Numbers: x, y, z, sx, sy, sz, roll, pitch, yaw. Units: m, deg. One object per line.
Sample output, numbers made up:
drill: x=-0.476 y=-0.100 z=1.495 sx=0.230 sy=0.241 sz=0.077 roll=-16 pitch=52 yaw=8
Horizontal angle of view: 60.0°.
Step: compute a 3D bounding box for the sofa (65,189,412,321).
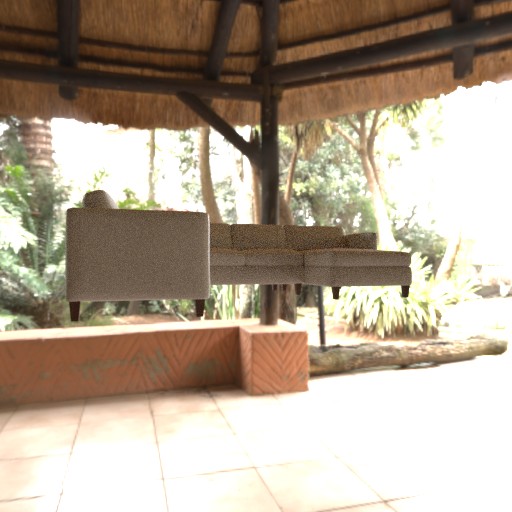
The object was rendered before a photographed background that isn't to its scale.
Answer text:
sofa: x=0.000 y=0.000 z=4.375 sx=3.238 sy=0.853 sz=2.551 roll=0 pitch=-1 yaw=-17
